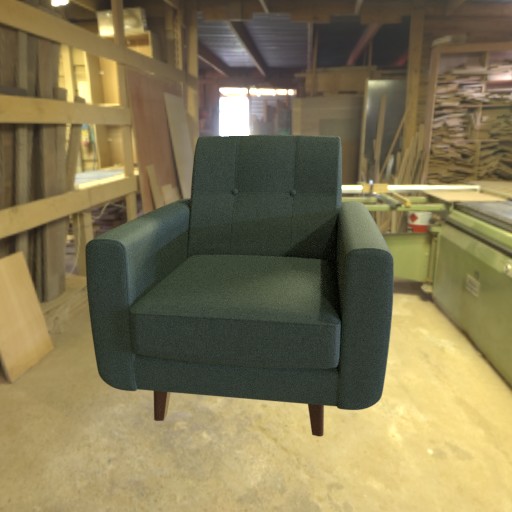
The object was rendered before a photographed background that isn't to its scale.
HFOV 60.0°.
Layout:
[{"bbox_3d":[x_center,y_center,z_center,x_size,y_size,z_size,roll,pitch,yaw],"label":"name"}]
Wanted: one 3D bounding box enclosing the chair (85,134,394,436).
[{"bbox_3d":[0.000,0.000,1.581,0.831,0.841,0.909,2,15,8],"label":"chair"}]
